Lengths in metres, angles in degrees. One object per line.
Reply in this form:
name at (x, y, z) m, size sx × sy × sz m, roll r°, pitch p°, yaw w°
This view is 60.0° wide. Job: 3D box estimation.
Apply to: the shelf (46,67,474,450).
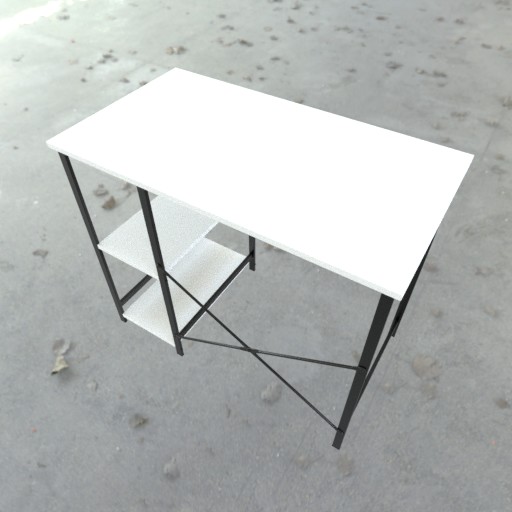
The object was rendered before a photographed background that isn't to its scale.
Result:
shelf at (0.000, 0.000, 1.335) m, size 0.902 × 0.750 × 0.498 m, roll 24°, pitch 51°, yaw 22°
